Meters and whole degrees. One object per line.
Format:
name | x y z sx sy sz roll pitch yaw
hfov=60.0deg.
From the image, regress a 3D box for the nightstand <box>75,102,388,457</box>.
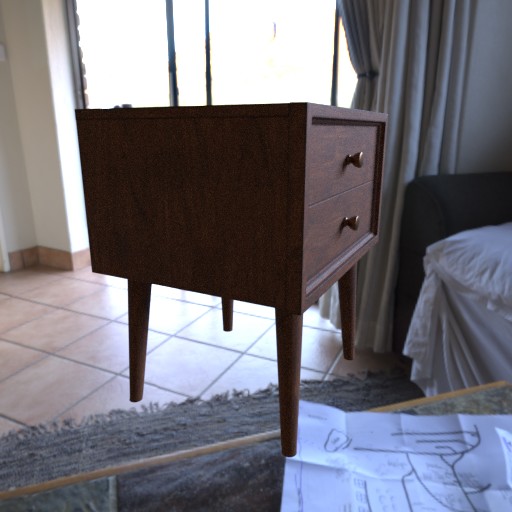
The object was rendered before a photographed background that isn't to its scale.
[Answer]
nightstand | 0.000 0.000 0.980 0.445 0.607 0.521 8 18 26
